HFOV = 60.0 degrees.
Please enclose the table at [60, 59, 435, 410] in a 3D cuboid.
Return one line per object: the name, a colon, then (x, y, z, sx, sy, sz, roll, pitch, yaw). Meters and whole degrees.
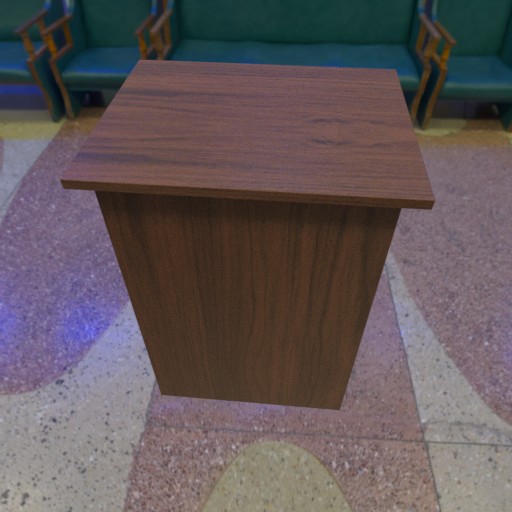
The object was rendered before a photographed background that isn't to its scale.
table: (0.000, 0.000, 0.923, 0.480, 0.636, 0.381, 4, 46, 4)
